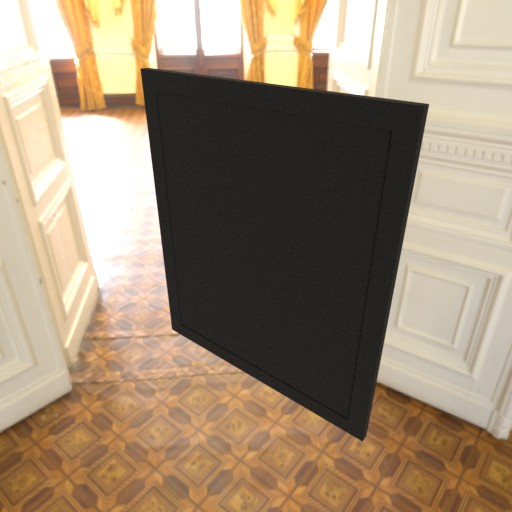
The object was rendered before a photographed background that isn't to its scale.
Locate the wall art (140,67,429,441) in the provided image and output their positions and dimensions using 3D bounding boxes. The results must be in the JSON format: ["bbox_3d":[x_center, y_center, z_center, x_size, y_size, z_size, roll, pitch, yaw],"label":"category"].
[{"bbox_3d":[0.000,0.000,0.490,0.311,0.361,0.010,22,37,33],"label":"wall art"}]
